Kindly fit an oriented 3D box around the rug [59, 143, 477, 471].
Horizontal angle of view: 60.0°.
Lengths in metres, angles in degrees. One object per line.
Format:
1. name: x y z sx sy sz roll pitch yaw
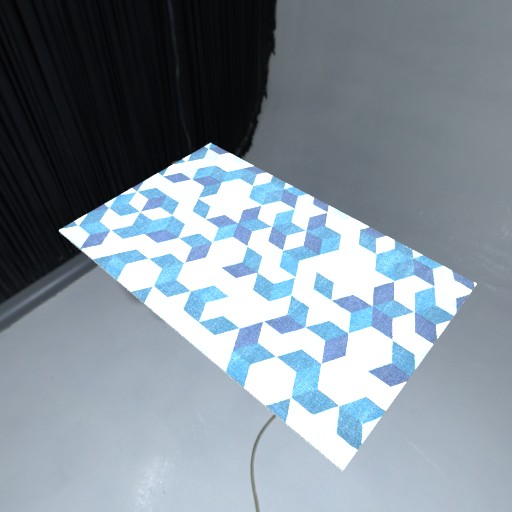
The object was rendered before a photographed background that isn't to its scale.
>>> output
1. rug: 0.000 0.000 3.008 2.438 0.015 1.518 33 55 27
